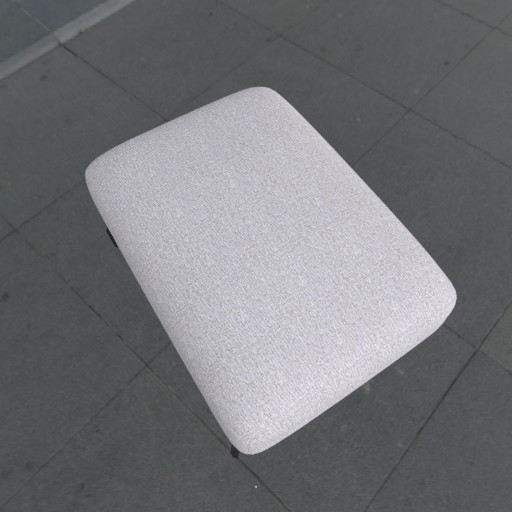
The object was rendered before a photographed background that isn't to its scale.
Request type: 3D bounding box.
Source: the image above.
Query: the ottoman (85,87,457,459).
[{"bbox_3d":[0.000,0.000,1.091,0.568,0.420,0.772,-30,66,-14],"label":"ottoman"}]
